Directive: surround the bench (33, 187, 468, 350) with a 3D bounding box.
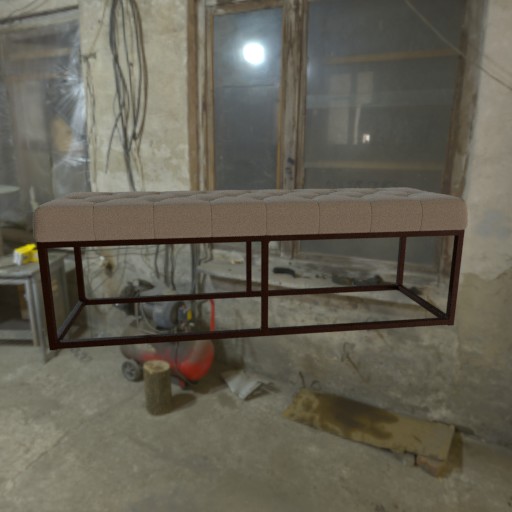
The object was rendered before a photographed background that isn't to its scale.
[{"bbox_3d":[0.000,0.000,1.742,1.488,0.488,0.479,-2,14,-8],"label":"bench"}]
